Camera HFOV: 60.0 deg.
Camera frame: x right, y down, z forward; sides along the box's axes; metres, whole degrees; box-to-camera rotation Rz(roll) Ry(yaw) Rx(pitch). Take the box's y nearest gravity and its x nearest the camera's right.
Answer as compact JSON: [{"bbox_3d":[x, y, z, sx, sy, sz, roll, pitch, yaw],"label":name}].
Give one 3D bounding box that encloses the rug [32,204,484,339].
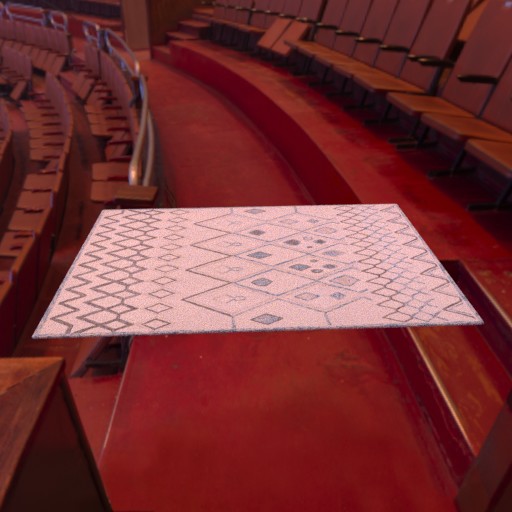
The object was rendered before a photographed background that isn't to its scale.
[{"bbox_3d":[0.000,0.000,3.028,2.439,0.015,1.524,-1,32,-2],"label":"rug"}]
